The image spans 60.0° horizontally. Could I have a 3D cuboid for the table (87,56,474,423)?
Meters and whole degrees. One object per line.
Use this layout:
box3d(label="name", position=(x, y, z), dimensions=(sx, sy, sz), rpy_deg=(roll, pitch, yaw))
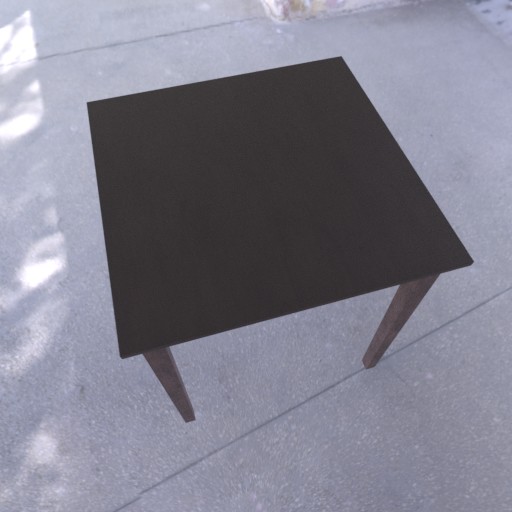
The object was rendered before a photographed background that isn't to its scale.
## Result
box3d(label="table", position=(0.000, 0.000, 1.402), dimensions=(0.749, 0.770, 0.749), rpy_deg=(-14, 59, -9))
